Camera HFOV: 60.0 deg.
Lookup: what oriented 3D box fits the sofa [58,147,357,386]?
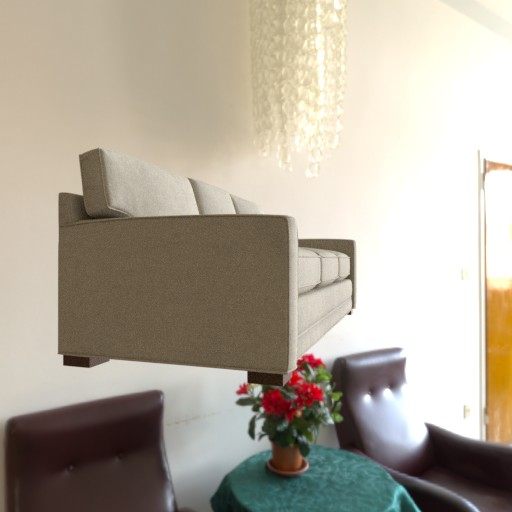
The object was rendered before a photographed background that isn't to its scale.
[{"bbox_3d":[0.000,0.000,2.551,0.936,0.862,2.093,0,0,19],"label":"sofa"}]
